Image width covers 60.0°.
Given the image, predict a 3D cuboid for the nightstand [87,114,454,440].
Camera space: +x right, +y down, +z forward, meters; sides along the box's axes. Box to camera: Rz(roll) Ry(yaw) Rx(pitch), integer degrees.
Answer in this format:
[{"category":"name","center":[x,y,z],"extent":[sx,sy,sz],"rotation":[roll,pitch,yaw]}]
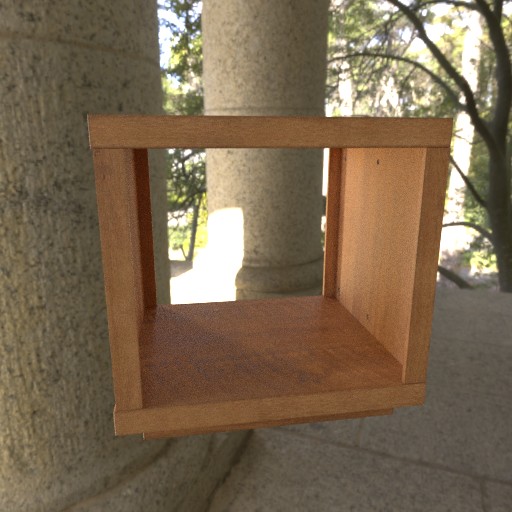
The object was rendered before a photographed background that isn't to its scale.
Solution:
[{"category":"nightstand","center":[0.000,0.000,0.850],"extent":[0.493,0.491,0.436],"rotation":[-2,15,-9]}]
